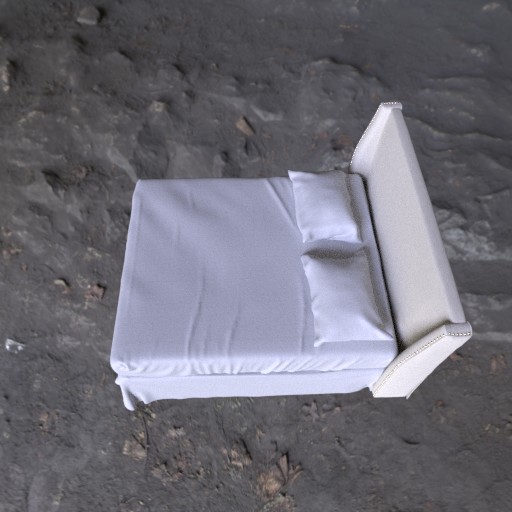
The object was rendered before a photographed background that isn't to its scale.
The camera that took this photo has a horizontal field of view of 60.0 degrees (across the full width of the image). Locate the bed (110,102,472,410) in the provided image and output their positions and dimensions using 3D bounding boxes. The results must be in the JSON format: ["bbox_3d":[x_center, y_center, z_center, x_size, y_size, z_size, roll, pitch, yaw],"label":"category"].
[{"bbox_3d":[0.000,0.000,3.381,2.276,1.332,1.925,-2,58,-1],"label":"bed"}]
